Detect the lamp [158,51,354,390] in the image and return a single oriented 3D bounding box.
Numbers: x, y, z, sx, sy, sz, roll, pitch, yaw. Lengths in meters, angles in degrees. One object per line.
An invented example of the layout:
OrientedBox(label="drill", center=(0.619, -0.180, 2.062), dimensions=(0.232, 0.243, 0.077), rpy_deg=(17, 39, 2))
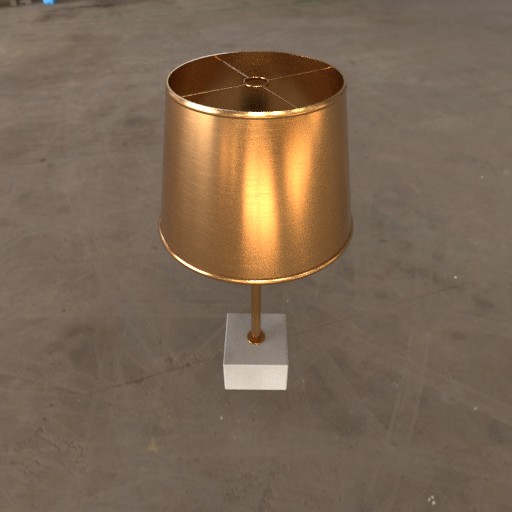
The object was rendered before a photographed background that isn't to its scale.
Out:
OrientedBox(label="lamp", center=(0.000, 0.000, 0.515), dimensions=(0.208, 0.406, 0.208), rpy_deg=(0, 40, 0))
